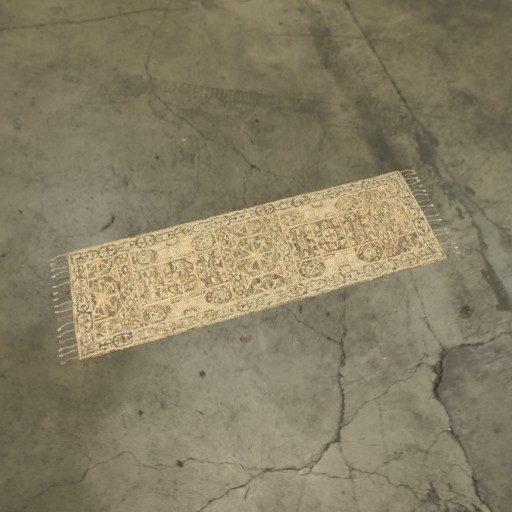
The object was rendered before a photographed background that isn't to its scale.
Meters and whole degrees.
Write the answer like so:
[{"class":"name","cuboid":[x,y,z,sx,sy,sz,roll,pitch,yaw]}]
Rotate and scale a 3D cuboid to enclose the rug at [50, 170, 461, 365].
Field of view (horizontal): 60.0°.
[{"class":"rug","cuboid":[0.000,0.000,2.970,2.664,0.011,0.762,-15,64,-7]}]
